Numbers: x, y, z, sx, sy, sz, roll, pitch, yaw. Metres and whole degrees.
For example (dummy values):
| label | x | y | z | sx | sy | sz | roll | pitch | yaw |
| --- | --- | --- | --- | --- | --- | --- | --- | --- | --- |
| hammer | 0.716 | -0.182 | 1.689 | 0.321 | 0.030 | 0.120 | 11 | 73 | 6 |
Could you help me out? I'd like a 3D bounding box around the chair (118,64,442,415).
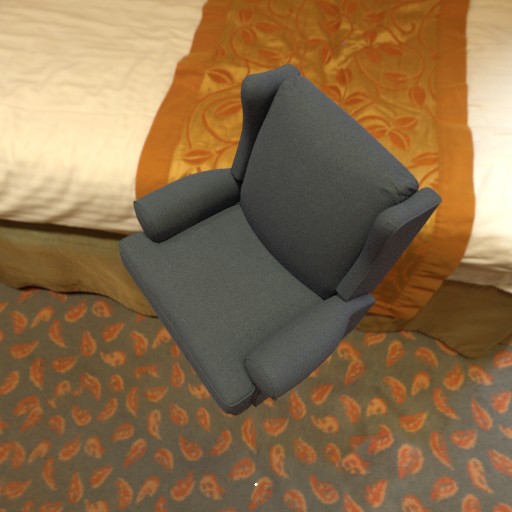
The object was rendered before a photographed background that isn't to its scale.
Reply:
| label | x | y | z | sx | sy | sz | roll | pitch | yaw |
| --- | --- | --- | --- | --- | --- | --- | --- | --- | --- |
| chair | 0.000 | 0.000 | 1.754 | 0.877 | 1.020 | 0.971 | -33 | 68 | -16 |
